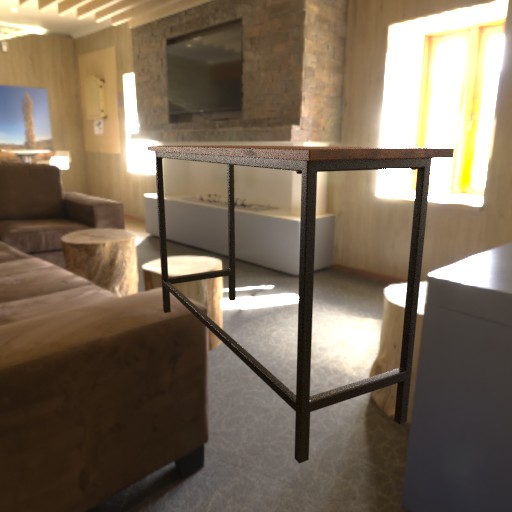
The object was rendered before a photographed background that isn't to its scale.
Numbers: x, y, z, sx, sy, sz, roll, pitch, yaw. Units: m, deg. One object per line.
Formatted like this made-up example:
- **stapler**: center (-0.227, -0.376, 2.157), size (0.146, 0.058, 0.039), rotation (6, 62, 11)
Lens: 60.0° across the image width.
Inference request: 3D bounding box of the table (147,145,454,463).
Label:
- **table**: center (0.000, 0.000, 1.543), size (0.408, 0.740, 1.204), rotation (-7, 16, -27)
